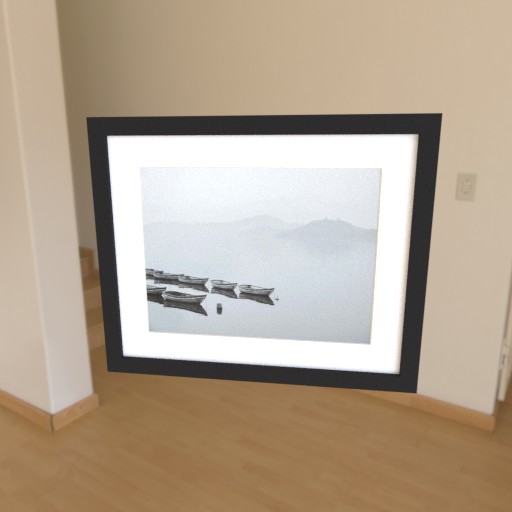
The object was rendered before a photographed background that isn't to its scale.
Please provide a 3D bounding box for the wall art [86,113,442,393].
[{"bbox_3d":[0.000,0.000,0.751,0.554,0.454,0.030,2,13,8],"label":"wall art"}]
